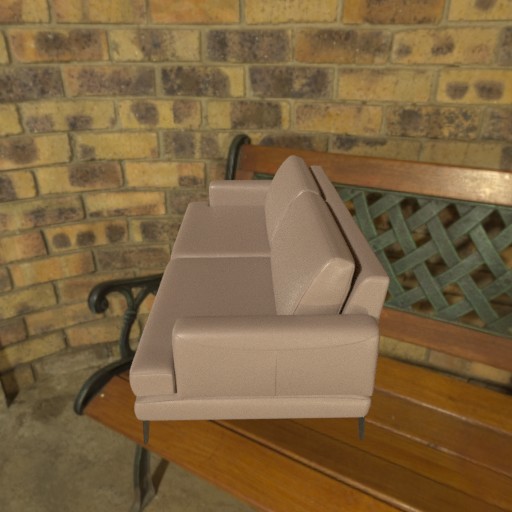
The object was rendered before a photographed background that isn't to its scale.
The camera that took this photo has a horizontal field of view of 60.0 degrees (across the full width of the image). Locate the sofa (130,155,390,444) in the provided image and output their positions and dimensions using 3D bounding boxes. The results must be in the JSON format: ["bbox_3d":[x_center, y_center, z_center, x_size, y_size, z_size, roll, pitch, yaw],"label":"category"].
[{"bbox_3d":[0.000,0.000,2.466,0.974,0.765,1.940,-1,26,-1],"label":"sofa"}]
